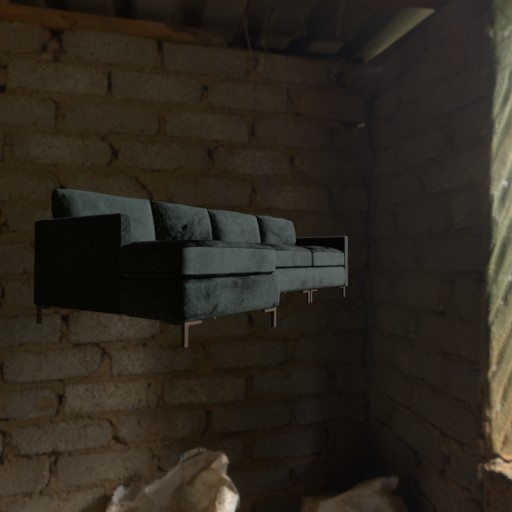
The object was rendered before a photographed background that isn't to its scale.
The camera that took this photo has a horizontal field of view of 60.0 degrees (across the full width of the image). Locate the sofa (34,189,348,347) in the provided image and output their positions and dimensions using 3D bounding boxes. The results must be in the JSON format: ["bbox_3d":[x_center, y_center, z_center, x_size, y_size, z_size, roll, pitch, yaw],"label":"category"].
[{"bbox_3d":[0.000,0.000,4.048,1.500,0.967,3.400,0,0,36],"label":"sofa"}]
